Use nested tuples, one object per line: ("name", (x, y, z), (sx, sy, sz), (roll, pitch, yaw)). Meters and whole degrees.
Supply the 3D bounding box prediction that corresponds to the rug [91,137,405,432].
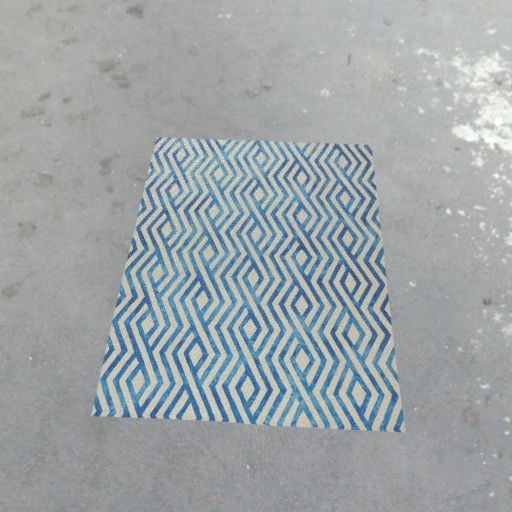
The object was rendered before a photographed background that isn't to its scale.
("rug", (0.000, 0.000, 4.236), (2.453, 0.008, 3.059), (2, 59, 1))
